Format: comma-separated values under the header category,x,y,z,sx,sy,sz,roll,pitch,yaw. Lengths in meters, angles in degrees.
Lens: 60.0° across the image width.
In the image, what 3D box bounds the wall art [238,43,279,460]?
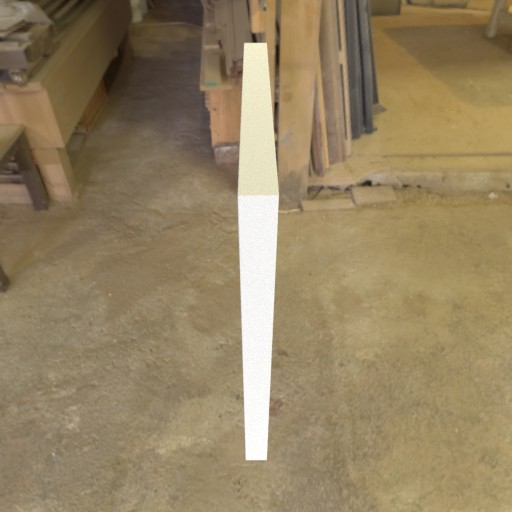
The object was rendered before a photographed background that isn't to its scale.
category,x,y,z,sx,sy,sz,roll,pitch,yaw
wall art,0.000,0.000,0.758,0.039,0.553,0.451,0,42,0
